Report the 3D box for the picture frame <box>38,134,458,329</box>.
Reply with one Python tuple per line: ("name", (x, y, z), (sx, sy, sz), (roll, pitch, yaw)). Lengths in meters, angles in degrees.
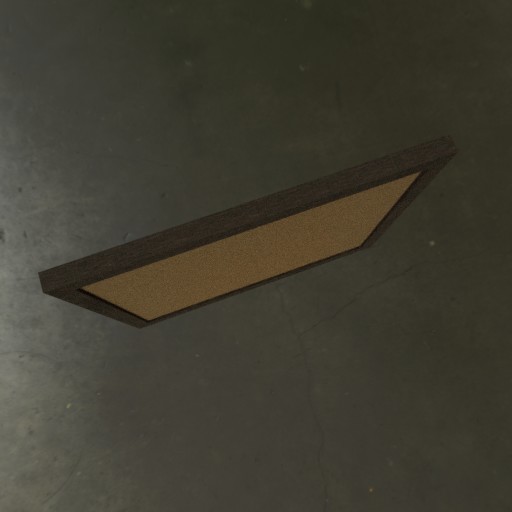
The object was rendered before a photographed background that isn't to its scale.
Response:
("picture frame", (0.000, 0.000, 0.772), (0.546, 0.455, 0.026), (-19, 76, -5))
